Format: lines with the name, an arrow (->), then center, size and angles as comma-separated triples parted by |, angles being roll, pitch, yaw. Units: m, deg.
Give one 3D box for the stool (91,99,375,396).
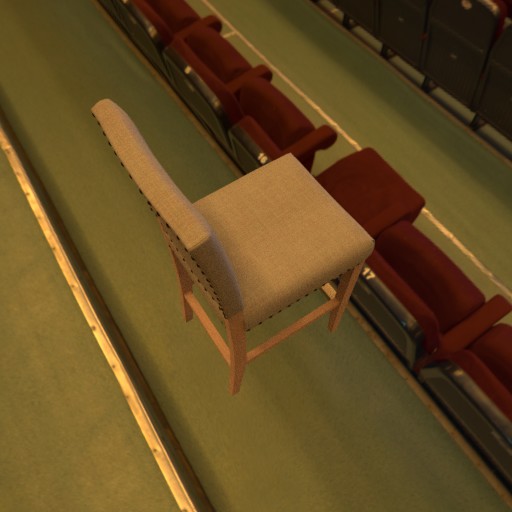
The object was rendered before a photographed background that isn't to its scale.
stool -> 0.000, 0.000, 1.427 | 0.585, 1.173, 0.445 | -30, 64, -17
